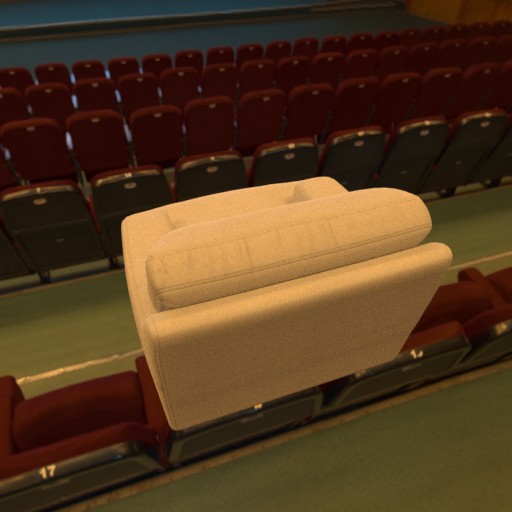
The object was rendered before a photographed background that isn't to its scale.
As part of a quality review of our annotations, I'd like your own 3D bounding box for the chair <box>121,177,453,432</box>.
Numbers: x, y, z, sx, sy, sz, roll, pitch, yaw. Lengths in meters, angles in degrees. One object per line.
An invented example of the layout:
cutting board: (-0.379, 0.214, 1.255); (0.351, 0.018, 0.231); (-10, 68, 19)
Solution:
chair: (0.000, 0.000, 2.000); (1.140, 0.930, 1.158); (-13, 43, -15)
